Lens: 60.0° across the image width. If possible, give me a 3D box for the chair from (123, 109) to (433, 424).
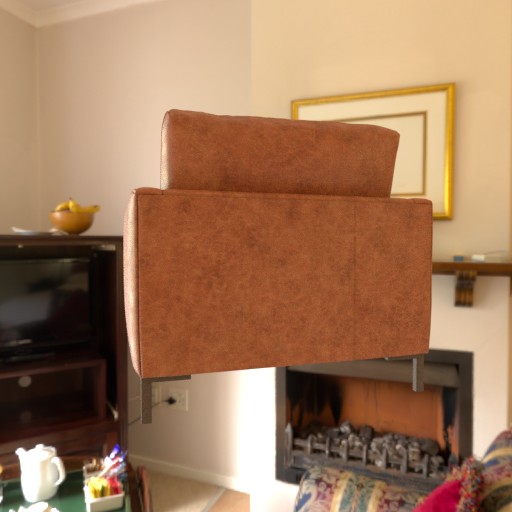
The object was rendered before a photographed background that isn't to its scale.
[{"bbox_3d":[0.000,0.000,1.690,0.967,0.869,0.862,0,1,-18],"label":"chair"}]
